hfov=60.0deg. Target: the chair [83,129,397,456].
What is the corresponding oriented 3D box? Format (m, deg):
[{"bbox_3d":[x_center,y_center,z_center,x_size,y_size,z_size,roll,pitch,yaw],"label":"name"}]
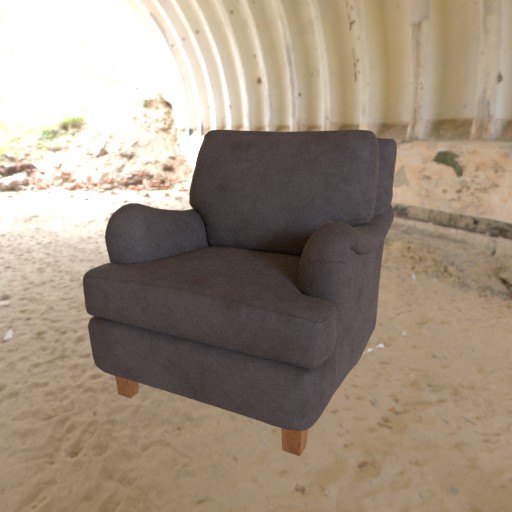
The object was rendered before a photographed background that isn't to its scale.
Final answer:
[{"bbox_3d":[0.000,0.000,1.819,0.955,0.997,1.070,8,18,25],"label":"chair"}]
